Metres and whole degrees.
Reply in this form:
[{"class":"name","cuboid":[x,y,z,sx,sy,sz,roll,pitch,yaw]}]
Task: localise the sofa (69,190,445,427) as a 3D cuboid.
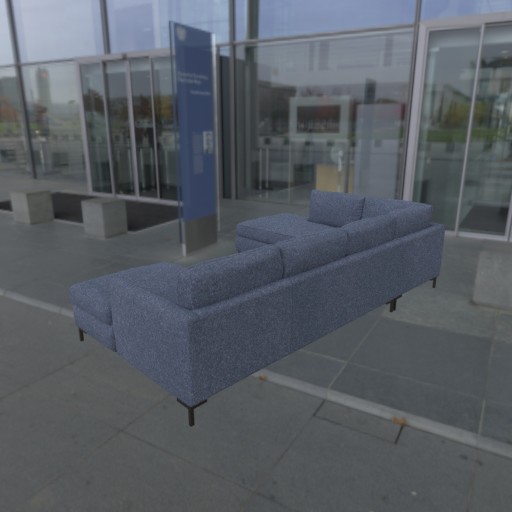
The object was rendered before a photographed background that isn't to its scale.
[{"class":"sofa","cuboid":[0.000,0.000,3.799,2.956,0.813,2.007,-16,23,-42]}]
